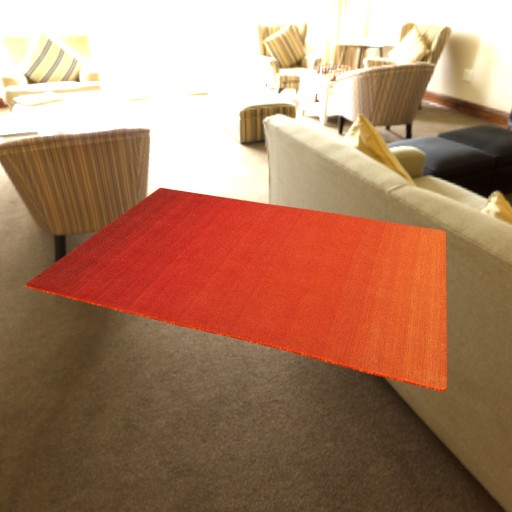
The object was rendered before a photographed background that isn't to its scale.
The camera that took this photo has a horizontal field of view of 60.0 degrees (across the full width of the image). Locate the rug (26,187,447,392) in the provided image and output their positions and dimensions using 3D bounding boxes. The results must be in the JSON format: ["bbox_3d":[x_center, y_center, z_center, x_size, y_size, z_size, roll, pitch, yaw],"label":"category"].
[{"bbox_3d":[0.000,0.000,2.275,1.835,0.018,1.230,11,33,17],"label":"rug"}]
